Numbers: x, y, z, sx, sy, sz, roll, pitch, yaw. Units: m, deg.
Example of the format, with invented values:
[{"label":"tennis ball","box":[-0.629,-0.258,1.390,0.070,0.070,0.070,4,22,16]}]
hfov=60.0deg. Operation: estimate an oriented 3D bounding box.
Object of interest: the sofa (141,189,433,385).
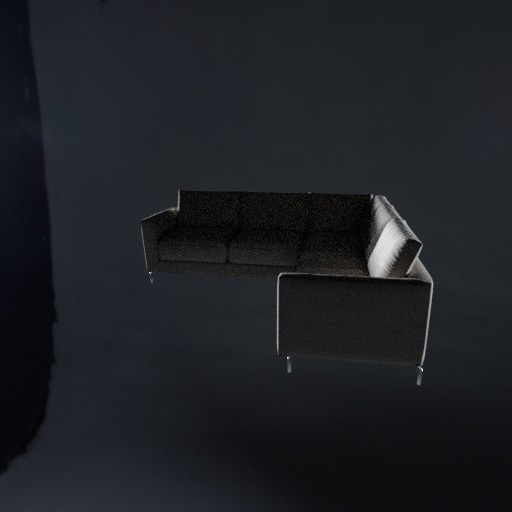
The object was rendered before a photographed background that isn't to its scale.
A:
[{"label":"sofa","box":[0.000,0.000,3.810,2.438,0.864,2.438,3,15,10]}]
